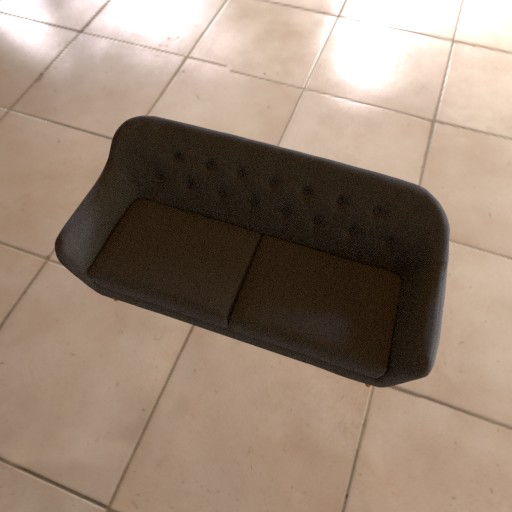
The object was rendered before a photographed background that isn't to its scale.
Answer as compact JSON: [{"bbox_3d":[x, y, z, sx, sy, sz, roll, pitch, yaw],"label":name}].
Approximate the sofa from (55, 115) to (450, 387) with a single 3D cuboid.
[{"bbox_3d":[0.000,0.000,2.299,1.840,0.820,0.820,17,61,10],"label":"sofa"}]
